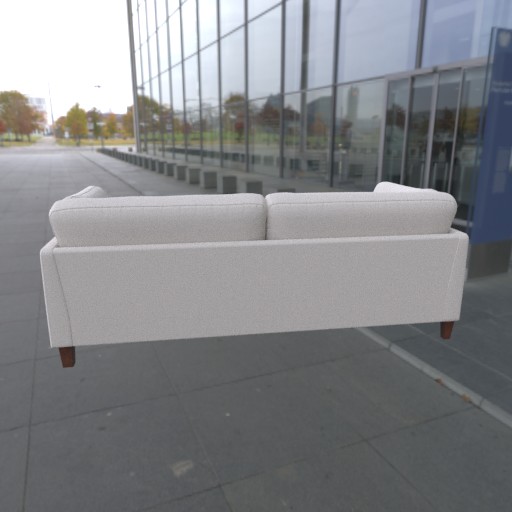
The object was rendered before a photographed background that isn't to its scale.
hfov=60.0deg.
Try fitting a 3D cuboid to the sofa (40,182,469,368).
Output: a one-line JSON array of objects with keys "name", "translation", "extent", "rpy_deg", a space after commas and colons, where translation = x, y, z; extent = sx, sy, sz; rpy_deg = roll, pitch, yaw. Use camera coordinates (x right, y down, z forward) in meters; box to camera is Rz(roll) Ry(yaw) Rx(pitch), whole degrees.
[{"name": "sofa", "translation": [0.000, 0.000, 2.765], "extent": [2.301, 0.863, 0.957], "rpy_deg": [-2, 15, -9]}]
